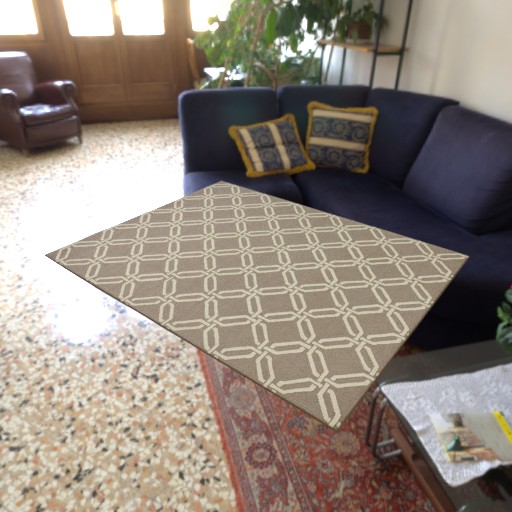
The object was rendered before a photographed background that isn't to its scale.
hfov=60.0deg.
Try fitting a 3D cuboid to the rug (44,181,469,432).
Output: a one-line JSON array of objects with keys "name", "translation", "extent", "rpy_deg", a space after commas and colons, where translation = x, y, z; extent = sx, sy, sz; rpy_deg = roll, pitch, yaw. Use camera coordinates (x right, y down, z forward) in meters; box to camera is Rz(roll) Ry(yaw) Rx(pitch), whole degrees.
[{"name": "rug", "translation": [0.000, 0.000, 3.836], "extent": [2.895, 0.018, 2.288], "rpy_deg": [22, 37, 33]}]
